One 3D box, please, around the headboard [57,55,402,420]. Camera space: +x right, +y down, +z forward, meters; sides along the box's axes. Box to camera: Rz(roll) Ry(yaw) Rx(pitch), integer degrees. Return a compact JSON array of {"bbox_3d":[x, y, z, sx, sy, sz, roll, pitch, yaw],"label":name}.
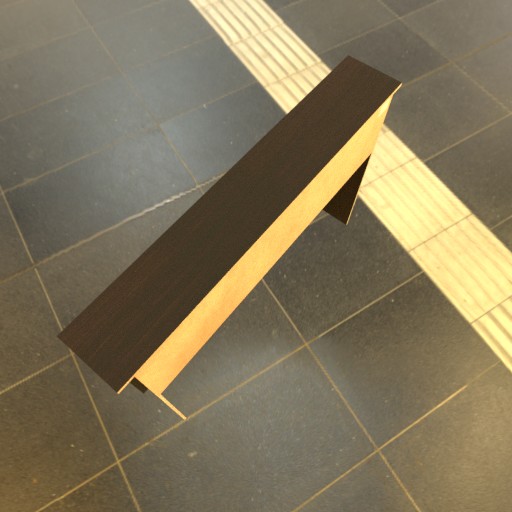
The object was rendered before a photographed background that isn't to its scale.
[{"bbox_3d":[0.000,0.000,2.148,0.279,1.092,1.671,36,68,17],"label":"headboard"}]
